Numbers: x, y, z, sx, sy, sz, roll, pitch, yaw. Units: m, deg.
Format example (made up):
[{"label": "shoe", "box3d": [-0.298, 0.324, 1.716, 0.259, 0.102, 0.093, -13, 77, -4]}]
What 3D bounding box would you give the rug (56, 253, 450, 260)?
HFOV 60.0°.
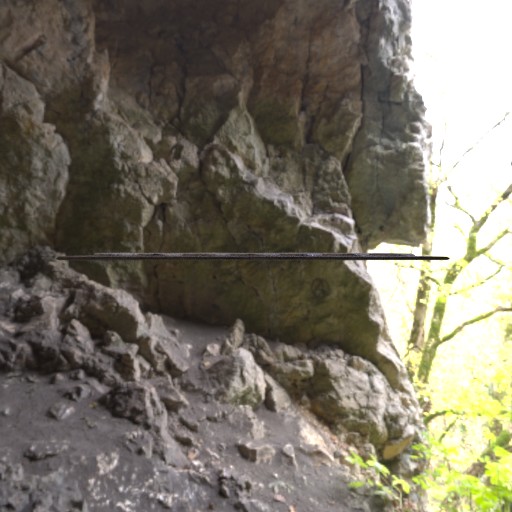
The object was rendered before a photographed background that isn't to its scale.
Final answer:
[{"label": "rug", "box3d": [0.000, 0.000, 2.853, 1.513, 0.033, 2.333, 0, 0, 0]}]
